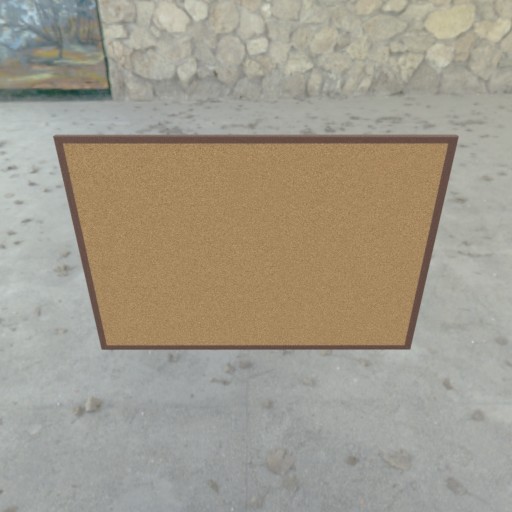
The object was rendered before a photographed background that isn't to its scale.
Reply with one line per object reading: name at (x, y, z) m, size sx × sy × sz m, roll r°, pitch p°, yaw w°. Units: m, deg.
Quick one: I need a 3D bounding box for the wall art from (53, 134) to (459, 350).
wall art at (0.000, 0.000, 0.839) m, size 0.660 × 0.455 × 0.014 m, roll 0°, pitch 30°, yaw 0°
